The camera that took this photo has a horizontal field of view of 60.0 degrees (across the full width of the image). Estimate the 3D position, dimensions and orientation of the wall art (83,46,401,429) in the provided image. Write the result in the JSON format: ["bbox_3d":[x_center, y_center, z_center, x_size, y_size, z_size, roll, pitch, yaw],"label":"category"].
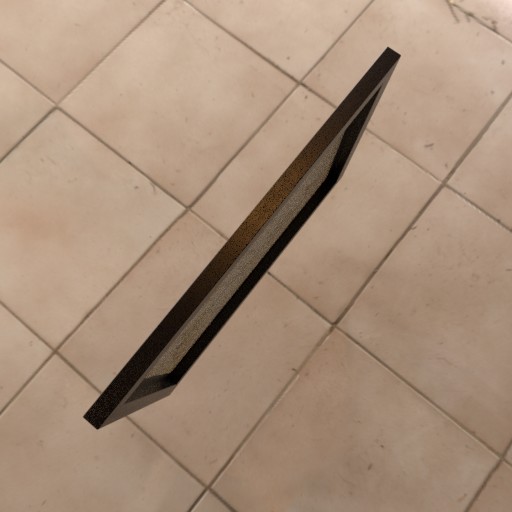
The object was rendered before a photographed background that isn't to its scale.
[{"bbox_3d":[0.000,0.000,0.818,0.027,0.458,0.657,37,80,8],"label":"wall art"}]
